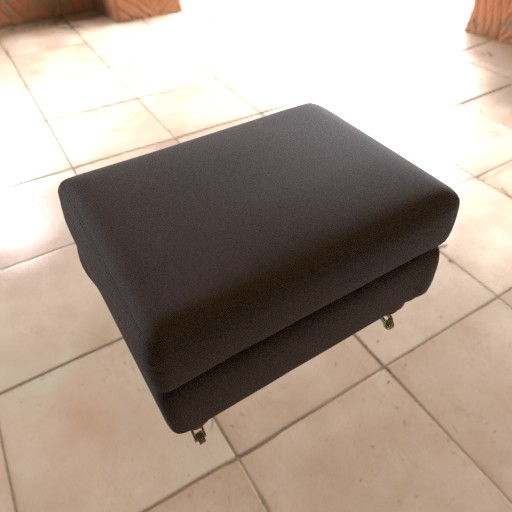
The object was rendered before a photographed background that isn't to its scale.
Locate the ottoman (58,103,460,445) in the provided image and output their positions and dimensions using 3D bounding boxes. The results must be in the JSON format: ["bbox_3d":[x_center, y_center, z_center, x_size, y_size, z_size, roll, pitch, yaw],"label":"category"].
[{"bbox_3d":[0.000,0.000,1.136,0.773,0.497,0.574,-24,50,-22],"label":"ottoman"}]
